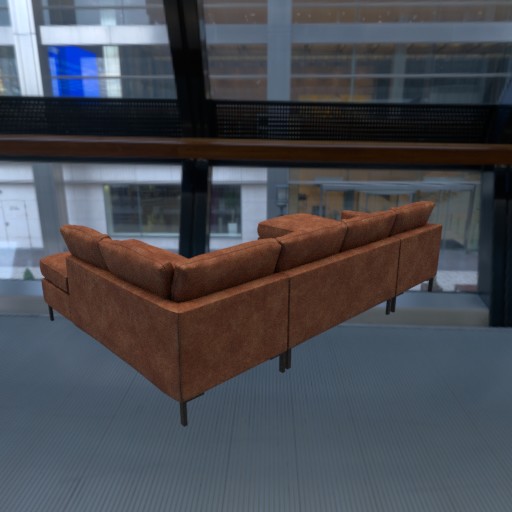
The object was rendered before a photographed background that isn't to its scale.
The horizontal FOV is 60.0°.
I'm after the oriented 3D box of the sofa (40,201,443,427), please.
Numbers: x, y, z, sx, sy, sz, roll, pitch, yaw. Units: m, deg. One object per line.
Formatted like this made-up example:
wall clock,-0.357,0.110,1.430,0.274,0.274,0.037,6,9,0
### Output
sofa,0.000,0.000,3.834,2.956,0.900,1.939,-15,22,-42
